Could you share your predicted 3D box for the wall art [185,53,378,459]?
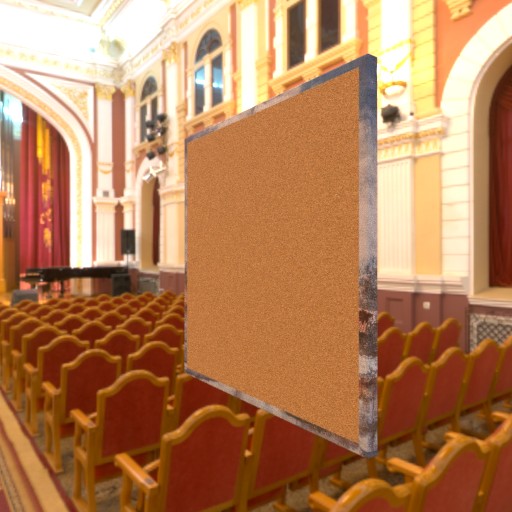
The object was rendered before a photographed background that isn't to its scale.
[{"bbox_3d":[0.000,0.000,1.531,0.040,1.020,1.010,0,0,-36],"label":"wall art"}]
